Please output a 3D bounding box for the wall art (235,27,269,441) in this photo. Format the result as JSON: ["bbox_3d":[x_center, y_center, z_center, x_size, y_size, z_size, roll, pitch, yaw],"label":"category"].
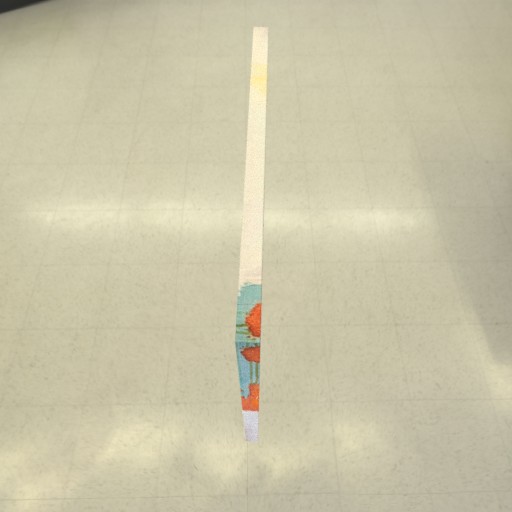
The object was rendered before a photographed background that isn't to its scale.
[{"bbox_3d":[0.000,0.000,1.212,0.037,0.814,0.814,1,58,1],"label":"wall art"}]
